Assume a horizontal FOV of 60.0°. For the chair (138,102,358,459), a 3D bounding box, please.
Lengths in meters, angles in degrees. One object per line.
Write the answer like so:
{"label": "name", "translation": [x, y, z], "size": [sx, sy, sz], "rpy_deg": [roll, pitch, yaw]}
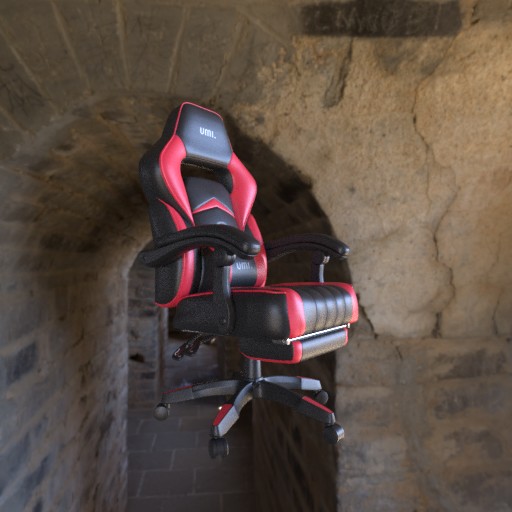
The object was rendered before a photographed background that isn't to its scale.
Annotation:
{"label": "chair", "translation": [0.000, 0.000, 1.652], "size": [0.700, 1.220, 0.700], "rpy_deg": [0, -1, 37]}
